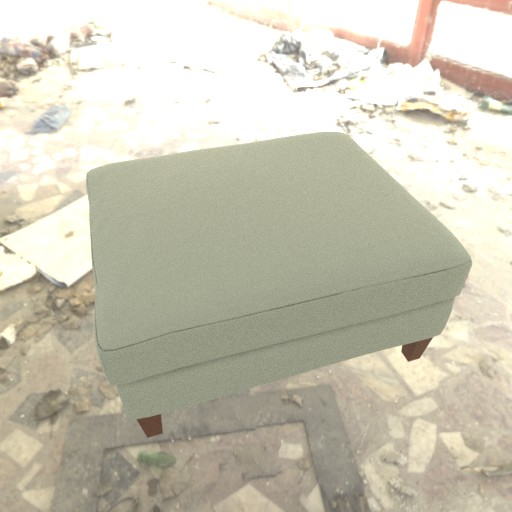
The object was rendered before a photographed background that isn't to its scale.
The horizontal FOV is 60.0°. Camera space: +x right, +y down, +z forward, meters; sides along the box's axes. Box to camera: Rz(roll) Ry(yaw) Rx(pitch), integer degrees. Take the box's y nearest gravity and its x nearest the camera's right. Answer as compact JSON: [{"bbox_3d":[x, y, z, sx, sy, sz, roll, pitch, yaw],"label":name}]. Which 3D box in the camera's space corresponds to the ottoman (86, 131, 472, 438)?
[{"bbox_3d":[0.000,0.000,1.478,0.991,0.494,0.842,-12,43,-13],"label":"ottoman"}]
